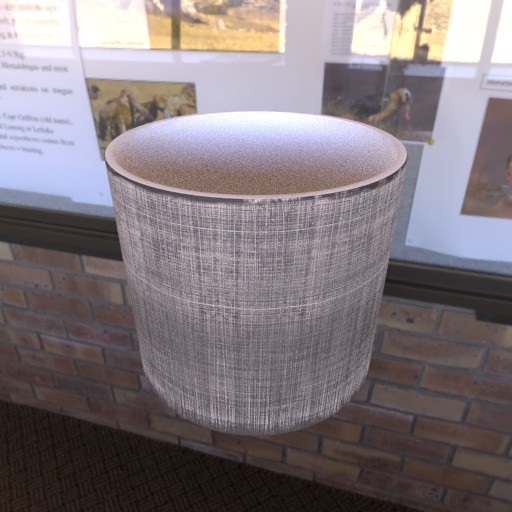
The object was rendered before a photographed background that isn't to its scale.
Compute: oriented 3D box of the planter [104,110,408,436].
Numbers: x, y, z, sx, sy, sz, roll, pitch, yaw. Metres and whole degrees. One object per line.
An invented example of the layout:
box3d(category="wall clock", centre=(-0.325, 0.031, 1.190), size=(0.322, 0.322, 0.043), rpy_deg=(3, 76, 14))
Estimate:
box3d(category="planter", centre=(0.000, 0.000, 0.387), size=(0.221, 0.201, 0.221), rpy_deg=(0, 30, 0))
